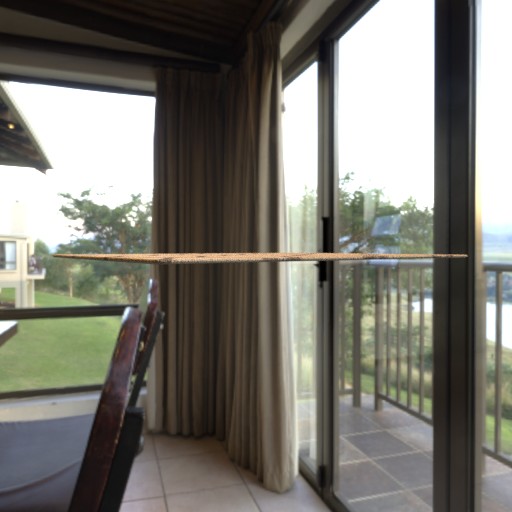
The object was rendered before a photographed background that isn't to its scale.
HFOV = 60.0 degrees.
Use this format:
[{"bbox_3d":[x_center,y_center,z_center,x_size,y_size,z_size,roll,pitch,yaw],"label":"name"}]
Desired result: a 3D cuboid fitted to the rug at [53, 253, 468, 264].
[{"bbox_3d":[0.000,0.000,4.074,3.000,0.026,2.399,-1,1,-36],"label":"rug"}]
